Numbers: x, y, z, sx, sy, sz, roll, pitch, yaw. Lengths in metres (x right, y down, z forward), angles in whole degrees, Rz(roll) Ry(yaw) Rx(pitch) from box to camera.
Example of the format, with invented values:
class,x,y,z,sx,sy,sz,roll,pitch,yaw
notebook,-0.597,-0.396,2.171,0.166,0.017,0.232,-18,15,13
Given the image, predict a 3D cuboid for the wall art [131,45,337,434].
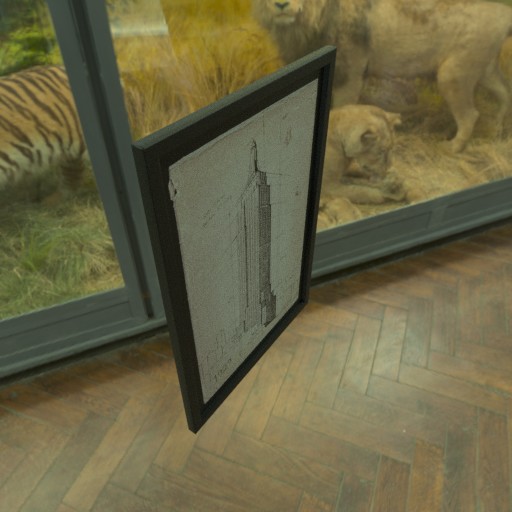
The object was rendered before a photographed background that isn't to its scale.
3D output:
class,x,y,z,sx,sy,sz,roll,pitch,yaw
wall art,0.000,0.000,0.563,0.013,0.431,0.303,25,47,26
